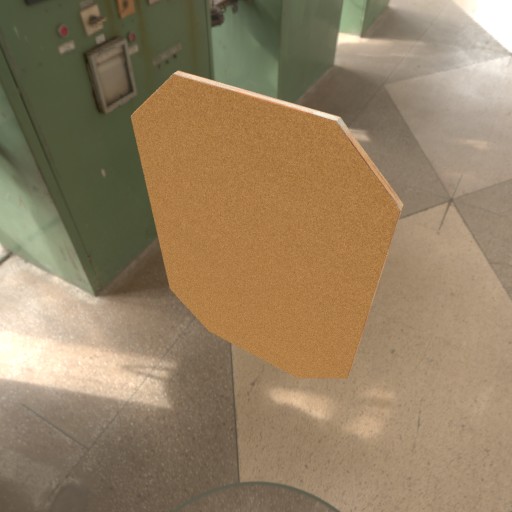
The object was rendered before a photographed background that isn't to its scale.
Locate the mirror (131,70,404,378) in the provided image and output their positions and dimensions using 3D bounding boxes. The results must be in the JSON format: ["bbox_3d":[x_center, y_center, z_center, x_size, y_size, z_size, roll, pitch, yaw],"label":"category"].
[{"bbox_3d":[0.000,0.000,1.291,0.709,1.015,0.061,24,52,20],"label":"mirror"}]
